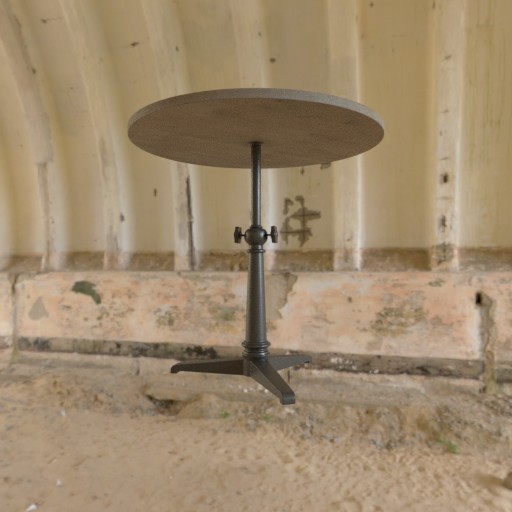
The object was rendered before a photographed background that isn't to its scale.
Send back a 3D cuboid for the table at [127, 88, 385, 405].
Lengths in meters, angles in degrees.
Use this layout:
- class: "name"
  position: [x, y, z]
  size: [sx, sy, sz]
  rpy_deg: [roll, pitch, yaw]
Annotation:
- class: "table"
  position: [0.000, 0.000, 1.432]
  size: [0.800, 0.780, 0.800]
  rpy_deg: [0, -1, 0]
